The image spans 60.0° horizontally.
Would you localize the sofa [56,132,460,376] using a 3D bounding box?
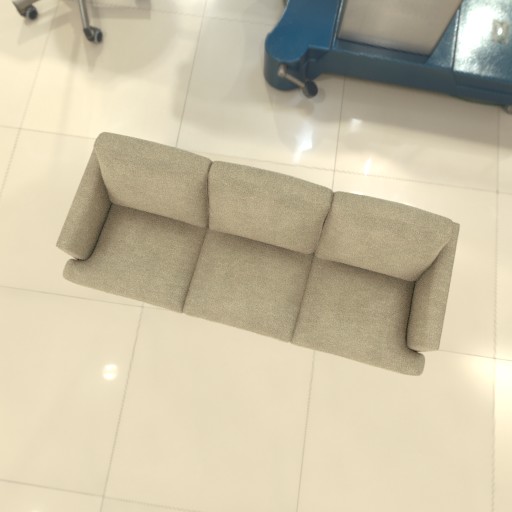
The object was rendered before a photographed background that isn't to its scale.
[{"bbox_3d":[0.000,0.000,2.723,2.246,0.930,0.903,15,77,4],"label":"sofa"}]
